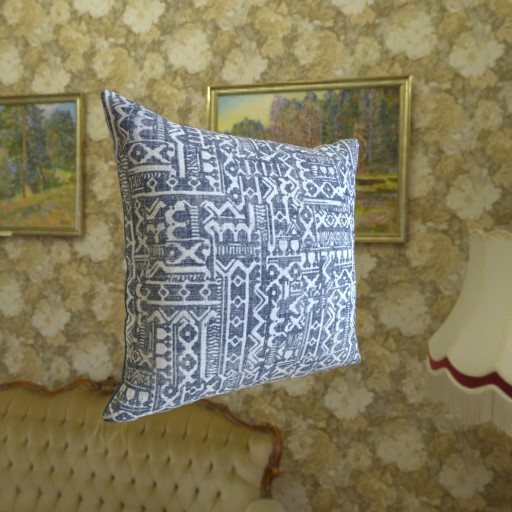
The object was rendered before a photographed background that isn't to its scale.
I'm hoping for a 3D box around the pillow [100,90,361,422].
[{"bbox_3d":[0.000,0.000,0.794,0.546,0.487,0.180,-1,2,-35],"label":"pillow"}]
